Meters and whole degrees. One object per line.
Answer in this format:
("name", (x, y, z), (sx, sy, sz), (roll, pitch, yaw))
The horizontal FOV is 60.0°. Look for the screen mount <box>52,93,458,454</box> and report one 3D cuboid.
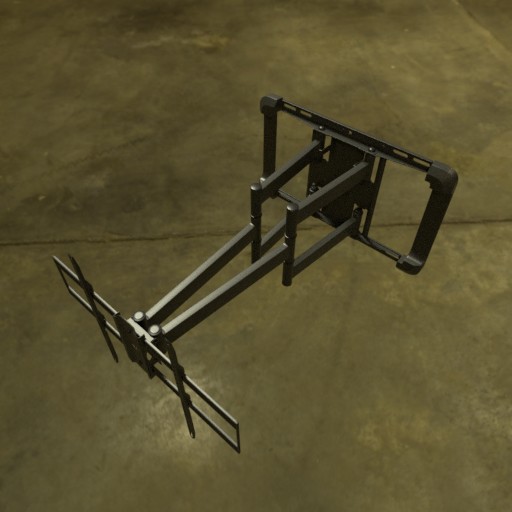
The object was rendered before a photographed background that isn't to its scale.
("screen mount", (0.000, 0.000, 1.335), (0.725, 0.483, 0.905), (33, 55, 28))
